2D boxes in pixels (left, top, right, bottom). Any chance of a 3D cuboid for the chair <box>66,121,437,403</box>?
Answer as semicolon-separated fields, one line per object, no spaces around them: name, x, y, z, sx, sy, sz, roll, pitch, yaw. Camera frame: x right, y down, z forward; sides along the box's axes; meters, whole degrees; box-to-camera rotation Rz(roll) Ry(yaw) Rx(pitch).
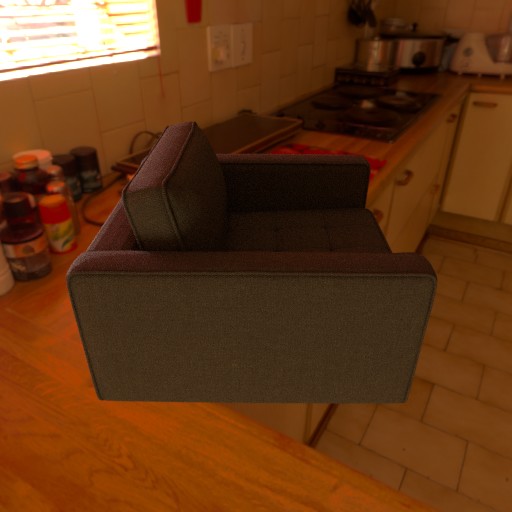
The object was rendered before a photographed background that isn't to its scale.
chair;0.000;0.000;1.527;0.919;0.770;0.899;0;31;1
